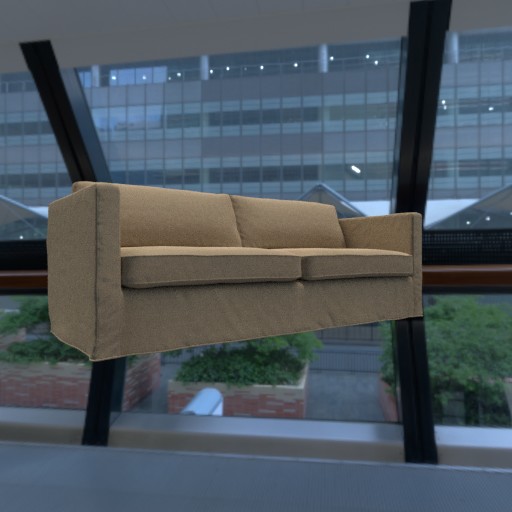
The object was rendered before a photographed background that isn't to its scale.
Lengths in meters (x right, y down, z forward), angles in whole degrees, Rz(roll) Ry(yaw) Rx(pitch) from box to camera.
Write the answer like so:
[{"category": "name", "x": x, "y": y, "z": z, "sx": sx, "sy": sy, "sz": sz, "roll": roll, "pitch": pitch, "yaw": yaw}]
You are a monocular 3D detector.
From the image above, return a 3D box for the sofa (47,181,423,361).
[{"category": "sofa", "x": 0.000, "y": 0.000, "z": 2.830, "sx": 2.312, "sy": 0.853, "sz": 0.962, "roll": 0, "pitch": 0, "yaw": -36}]
